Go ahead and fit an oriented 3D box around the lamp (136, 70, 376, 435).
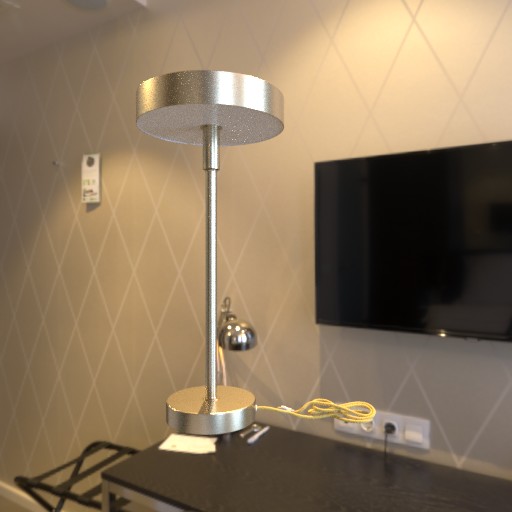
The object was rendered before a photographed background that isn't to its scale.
[{"bbox_3d":[0.000,0.000,0.696,0.369,0.508,0.229,0,0,1],"label":"lamp"}]
